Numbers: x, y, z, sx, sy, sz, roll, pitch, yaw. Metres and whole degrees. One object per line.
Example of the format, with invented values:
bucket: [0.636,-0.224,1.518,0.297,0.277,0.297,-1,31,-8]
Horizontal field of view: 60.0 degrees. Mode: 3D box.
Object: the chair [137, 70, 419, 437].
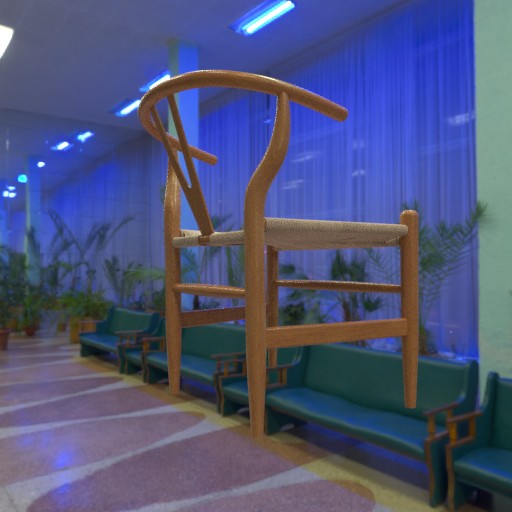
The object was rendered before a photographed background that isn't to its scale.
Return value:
chair: [0.000,0.000,1.125,0.579,0.730,0.569,1,-1,-37]
